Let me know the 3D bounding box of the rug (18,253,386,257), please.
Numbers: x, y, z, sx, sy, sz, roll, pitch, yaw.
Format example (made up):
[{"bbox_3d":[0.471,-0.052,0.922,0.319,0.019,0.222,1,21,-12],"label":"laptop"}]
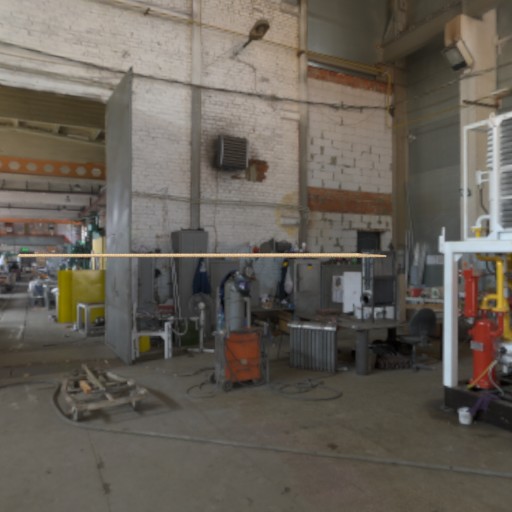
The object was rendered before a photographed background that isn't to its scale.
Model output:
[{"bbox_3d":[0.000,0.000,2.849,1.526,0.014,2.290,0,0,18],"label":"rug"}]
